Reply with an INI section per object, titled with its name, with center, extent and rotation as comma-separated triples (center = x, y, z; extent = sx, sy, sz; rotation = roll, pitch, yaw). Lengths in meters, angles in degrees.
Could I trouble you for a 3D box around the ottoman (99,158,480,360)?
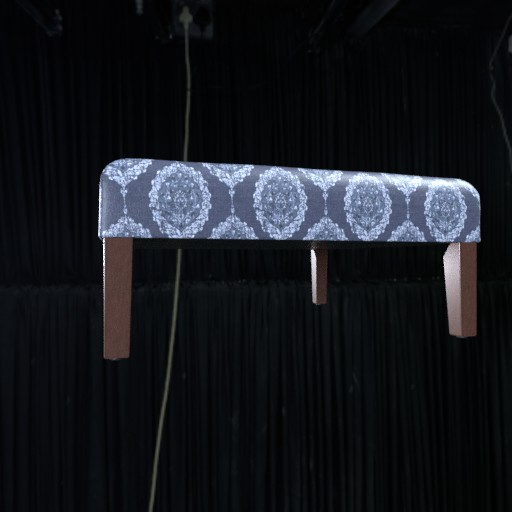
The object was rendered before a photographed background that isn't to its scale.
[ottoman]
center = 0.000, 0.000, 1.377
extent = 0.889, 0.409, 0.890
rotation = 0, 0, -17
